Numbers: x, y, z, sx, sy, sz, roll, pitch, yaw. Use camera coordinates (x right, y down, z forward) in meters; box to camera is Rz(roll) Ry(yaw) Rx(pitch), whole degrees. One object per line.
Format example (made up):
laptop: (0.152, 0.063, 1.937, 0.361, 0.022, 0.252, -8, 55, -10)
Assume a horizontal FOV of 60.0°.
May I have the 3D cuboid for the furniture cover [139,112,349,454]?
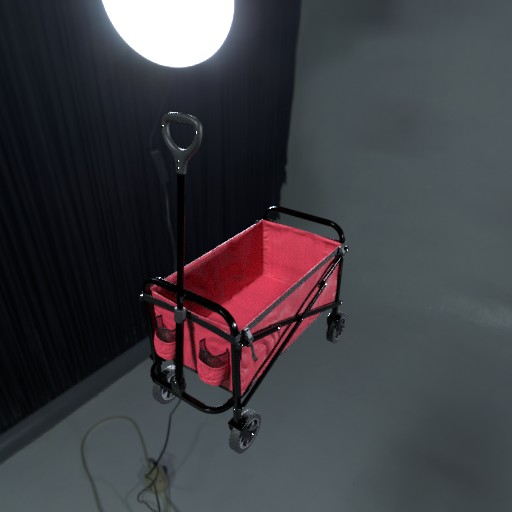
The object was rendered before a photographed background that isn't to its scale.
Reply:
furniture cover: (0.000, 0.000, 1.863, 0.532, 1.295, 1.038, 20, 35, 30)
